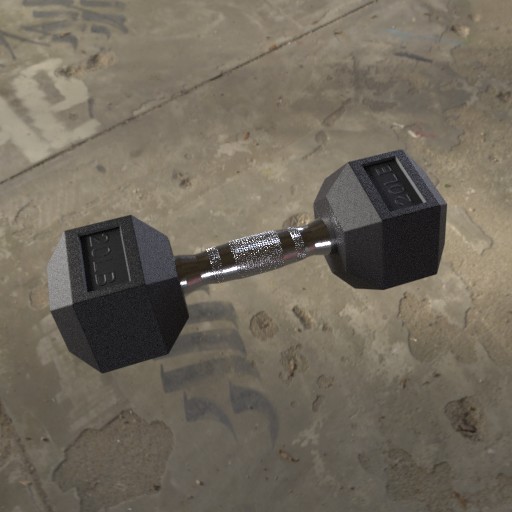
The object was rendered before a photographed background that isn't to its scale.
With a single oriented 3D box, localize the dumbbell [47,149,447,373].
[{"bbox_3d":[0.000,0.000,0.351,0.297,0.101,0.116,-15,59,-9],"label":"dumbbell"}]
